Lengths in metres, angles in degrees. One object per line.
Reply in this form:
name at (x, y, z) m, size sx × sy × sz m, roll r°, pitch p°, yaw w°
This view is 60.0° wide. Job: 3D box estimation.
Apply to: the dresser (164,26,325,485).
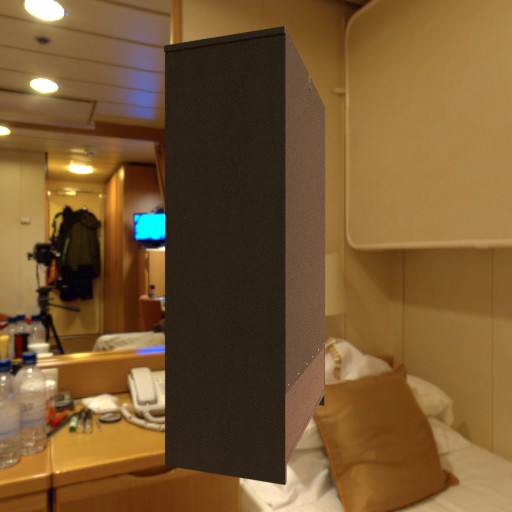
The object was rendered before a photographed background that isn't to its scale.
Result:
dresser at (0.000, 0.000, 1.602) m, size 0.399 × 1.255 × 0.704 m, roll 0°, pitch 0°, yaw 18°
